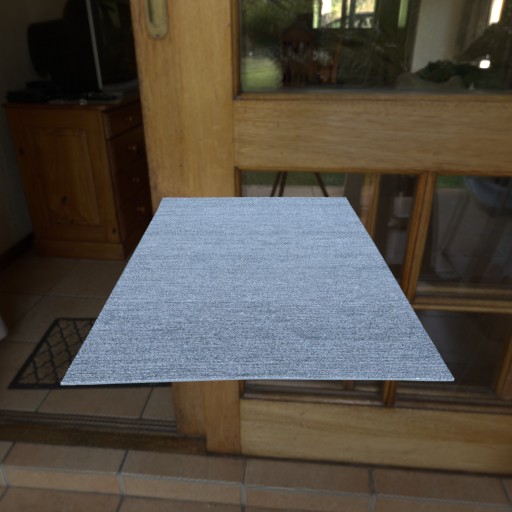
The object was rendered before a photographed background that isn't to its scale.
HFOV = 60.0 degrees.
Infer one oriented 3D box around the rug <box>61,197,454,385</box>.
[{"bbox_3d":[0.000,0.000,2.854,1.616,0.030,2.338,0,26,0],"label":"rug"}]
